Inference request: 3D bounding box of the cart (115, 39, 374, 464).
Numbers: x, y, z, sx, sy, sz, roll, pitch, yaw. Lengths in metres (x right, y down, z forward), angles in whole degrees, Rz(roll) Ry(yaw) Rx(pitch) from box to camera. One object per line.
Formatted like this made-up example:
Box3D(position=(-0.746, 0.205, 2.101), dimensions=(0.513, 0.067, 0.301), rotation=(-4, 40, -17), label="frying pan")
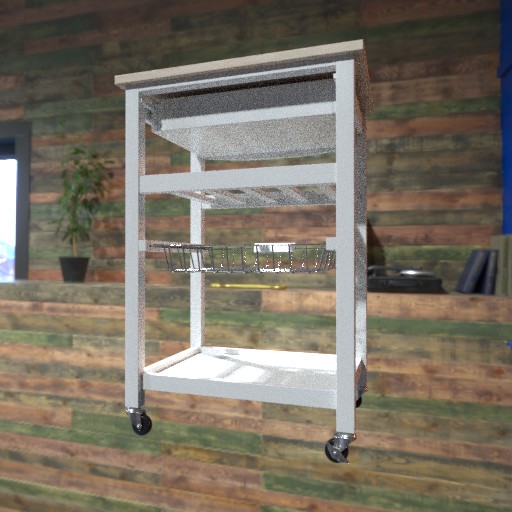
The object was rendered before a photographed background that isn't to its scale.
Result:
Box3D(position=(0.000, 0.000, 1.159), dimensions=(0.578, 0.857, 0.406), rotation=(0, 0, 18), label="cart")
